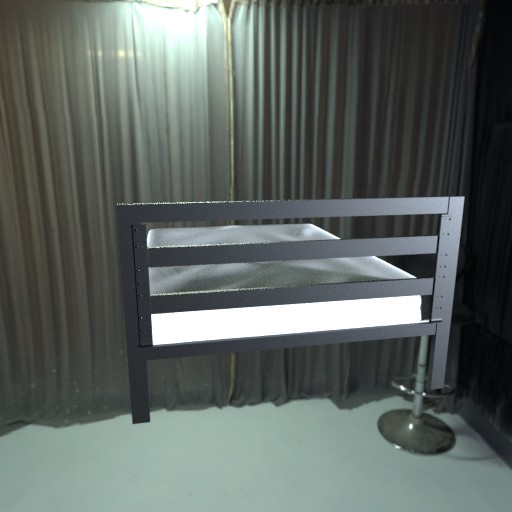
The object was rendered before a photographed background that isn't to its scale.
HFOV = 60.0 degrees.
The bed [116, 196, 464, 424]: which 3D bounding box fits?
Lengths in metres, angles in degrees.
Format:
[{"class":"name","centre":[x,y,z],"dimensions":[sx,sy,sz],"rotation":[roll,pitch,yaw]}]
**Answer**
[{"class":"bed","centre":[0.000,0.000,2.953],"dimensions":[1.524,0.967,2.062],"rotation":[-3,14,-11]}]
